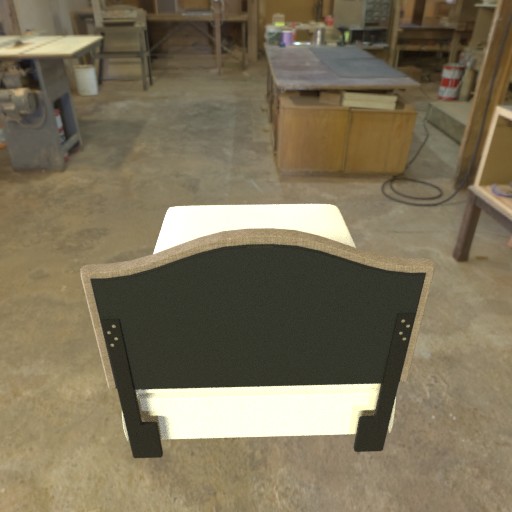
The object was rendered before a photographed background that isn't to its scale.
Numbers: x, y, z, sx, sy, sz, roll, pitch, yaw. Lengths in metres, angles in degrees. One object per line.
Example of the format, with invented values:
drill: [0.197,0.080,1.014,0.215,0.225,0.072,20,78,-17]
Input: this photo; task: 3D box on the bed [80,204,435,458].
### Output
bed: [0.000,0.000,3.215,1.713,1.518,2.153,-1,32,-2]
